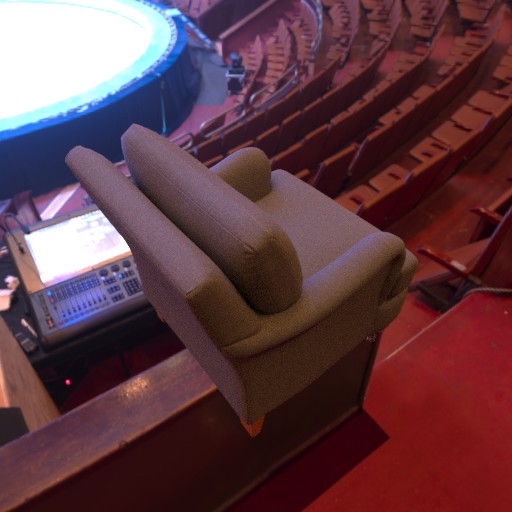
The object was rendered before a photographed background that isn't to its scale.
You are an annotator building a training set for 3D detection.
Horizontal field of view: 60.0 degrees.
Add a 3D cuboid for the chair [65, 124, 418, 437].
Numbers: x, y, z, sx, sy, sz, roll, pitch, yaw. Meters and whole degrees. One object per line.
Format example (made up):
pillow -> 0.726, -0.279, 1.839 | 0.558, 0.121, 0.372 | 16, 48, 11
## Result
chair -> 0.000, 0.000, 1.860 | 1.070, 1.038, 0.955 | -27, 48, -27
